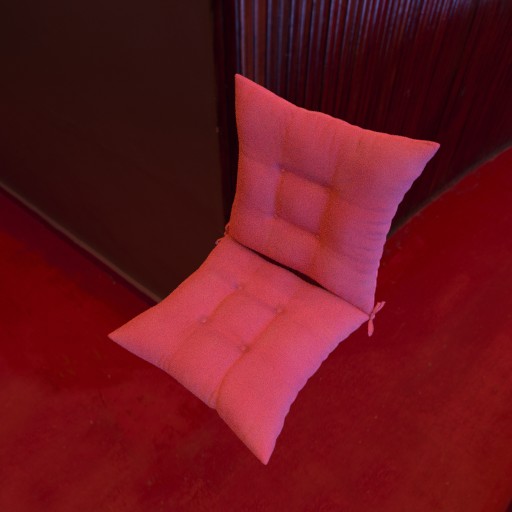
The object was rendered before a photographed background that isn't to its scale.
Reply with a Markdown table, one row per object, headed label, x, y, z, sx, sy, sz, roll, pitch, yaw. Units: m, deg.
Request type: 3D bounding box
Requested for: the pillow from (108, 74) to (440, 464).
| label | x | y | z | sx | sy | sz | roll | pitch | yaw |
| --- | --- | --- | --- | --- | --- | --- | --- | --- | --- |
| pillow | 0.000 | 0.000 | 1.010 | 0.541 | 0.536 | 0.585 | 30 | 54 | 25 |
